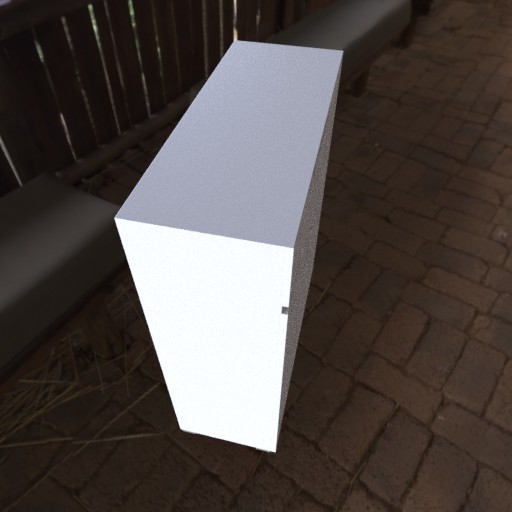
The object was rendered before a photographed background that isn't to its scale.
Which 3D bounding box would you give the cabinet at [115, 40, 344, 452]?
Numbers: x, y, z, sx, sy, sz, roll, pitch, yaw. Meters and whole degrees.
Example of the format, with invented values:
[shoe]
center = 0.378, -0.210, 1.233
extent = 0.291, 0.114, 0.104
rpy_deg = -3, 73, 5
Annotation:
[cabinet]
center = 0.000, 0.000, 1.707
extent = 0.400, 1.190, 1.000
rpy_deg = 10, 48, 9
